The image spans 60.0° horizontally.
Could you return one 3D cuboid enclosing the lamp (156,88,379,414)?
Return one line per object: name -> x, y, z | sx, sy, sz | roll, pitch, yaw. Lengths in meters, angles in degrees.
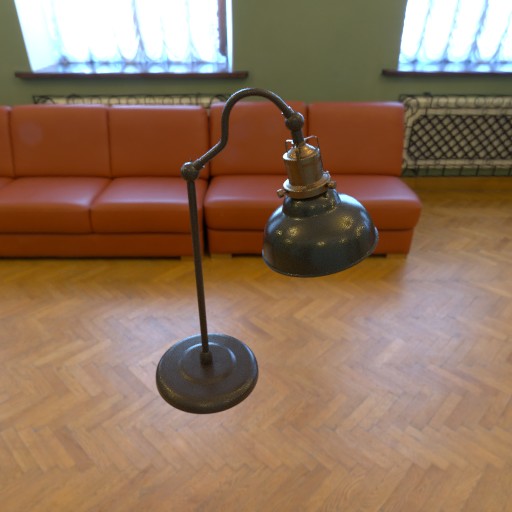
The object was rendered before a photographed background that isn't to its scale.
lamp -> 0.000, 0.000, 0.706 | 0.374, 0.508, 0.192 | -1, 31, -1
